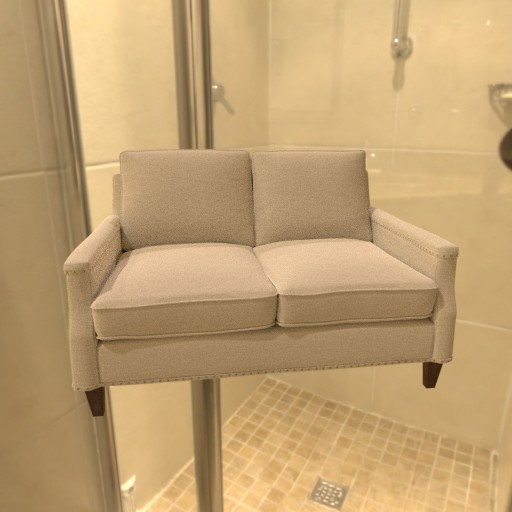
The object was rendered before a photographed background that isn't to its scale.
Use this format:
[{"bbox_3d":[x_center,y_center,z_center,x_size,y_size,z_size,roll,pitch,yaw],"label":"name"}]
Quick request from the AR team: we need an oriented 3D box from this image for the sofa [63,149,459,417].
[{"bbox_3d":[0.000,0.000,2.212,1.597,1.003,1.084,-2,17,-8],"label":"sofa"}]
